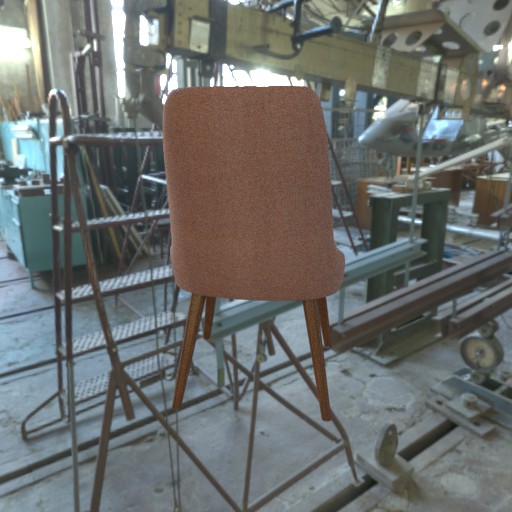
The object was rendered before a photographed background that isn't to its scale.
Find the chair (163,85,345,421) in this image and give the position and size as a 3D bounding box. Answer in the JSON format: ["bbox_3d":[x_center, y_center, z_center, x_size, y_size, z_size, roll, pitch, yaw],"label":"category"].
[{"bbox_3d":[0.000,0.000,1.347,0.535,0.918,0.707,2,17,8],"label":"chair"}]
